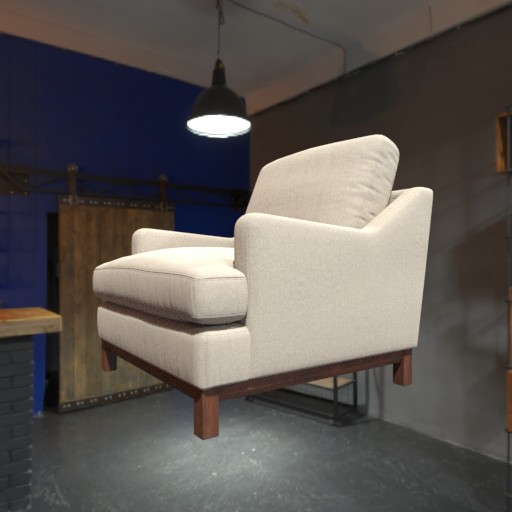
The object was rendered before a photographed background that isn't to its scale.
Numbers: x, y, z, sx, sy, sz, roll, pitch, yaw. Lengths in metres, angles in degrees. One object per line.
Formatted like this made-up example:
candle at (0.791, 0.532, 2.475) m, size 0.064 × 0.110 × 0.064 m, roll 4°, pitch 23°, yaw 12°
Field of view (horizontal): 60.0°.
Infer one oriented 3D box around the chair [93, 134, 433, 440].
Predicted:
chair at (0.000, 0.000, 1.710) m, size 1.001 × 0.916 × 0.912 m, roll 0°, pitch 0°, yaw -35°
